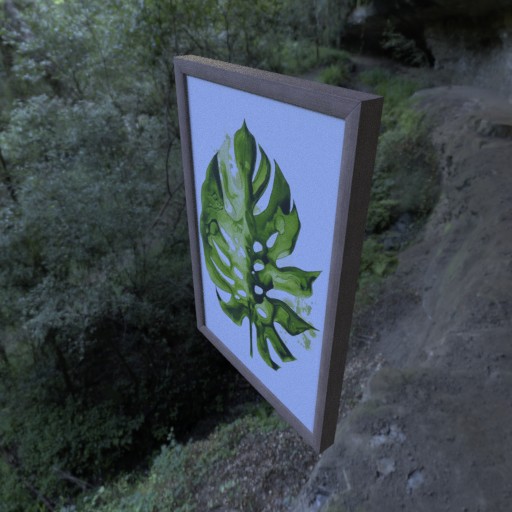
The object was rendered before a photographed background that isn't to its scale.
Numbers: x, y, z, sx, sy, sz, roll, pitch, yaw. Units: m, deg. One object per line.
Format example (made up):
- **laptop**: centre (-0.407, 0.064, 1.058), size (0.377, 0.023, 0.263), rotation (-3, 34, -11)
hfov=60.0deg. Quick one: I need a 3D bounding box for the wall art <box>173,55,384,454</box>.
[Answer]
- **wall art**: centre (0.000, 0.000, 0.656), size (0.031, 0.509, 0.356), rotation (-21, 37, -31)
